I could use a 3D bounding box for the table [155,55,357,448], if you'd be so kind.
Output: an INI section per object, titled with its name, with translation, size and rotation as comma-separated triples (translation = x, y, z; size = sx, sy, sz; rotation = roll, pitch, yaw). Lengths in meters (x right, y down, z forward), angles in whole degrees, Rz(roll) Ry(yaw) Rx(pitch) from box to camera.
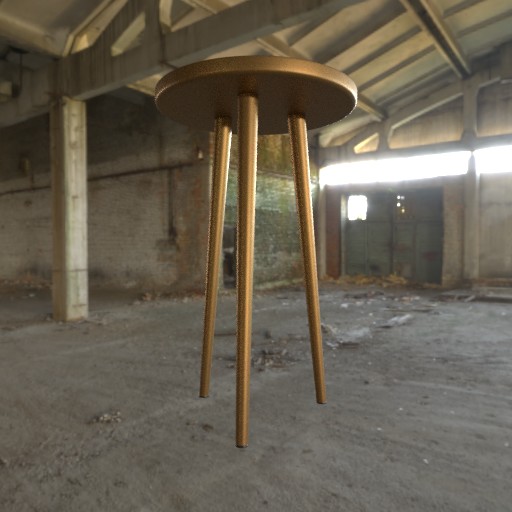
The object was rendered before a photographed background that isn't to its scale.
[table]
translation = 0.000, 0.000, 0.677
size = 0.299, 0.480, 0.299
rotation = 1, 1, 36
